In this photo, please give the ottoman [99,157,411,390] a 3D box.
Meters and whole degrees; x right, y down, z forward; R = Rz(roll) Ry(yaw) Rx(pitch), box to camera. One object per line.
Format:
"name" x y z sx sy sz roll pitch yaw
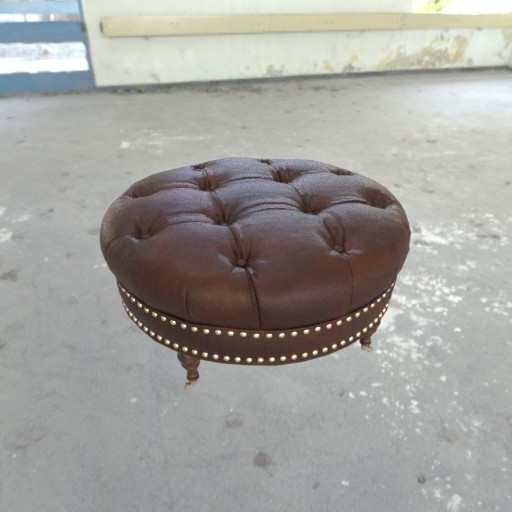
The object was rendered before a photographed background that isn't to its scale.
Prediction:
"ottoman" 0.000 0.000 1.399 0.901 0.455 0.901 0 31 0
